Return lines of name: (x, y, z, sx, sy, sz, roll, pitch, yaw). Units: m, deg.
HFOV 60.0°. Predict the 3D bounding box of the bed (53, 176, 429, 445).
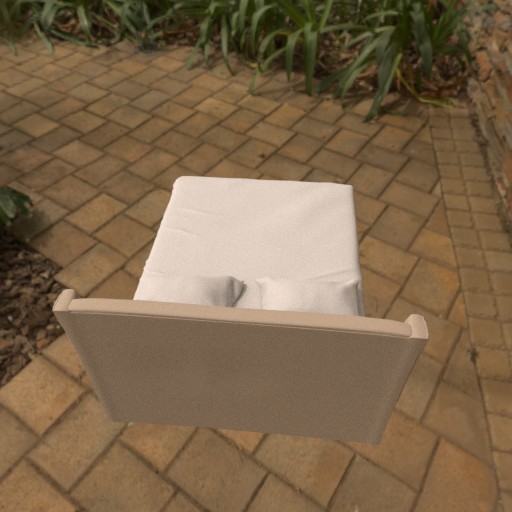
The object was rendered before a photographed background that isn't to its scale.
bed: (0.000, 0.000, 3.447, 1.925, 1.332, 2.276, 4, 45, 4)
